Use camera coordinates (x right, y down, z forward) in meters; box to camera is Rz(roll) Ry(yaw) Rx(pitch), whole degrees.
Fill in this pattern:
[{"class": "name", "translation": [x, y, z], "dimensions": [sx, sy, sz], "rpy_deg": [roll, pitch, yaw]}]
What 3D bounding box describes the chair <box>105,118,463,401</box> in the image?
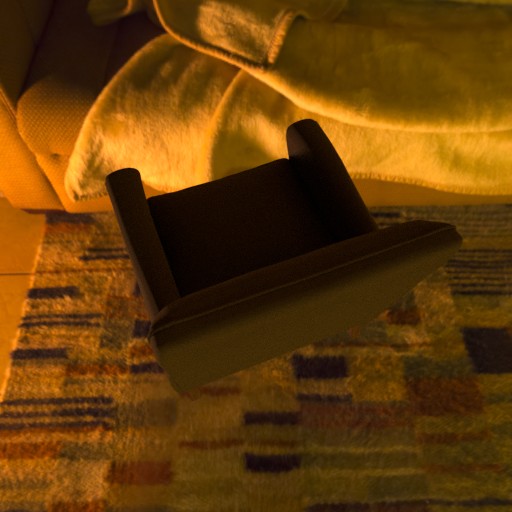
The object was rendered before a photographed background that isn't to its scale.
[{"class": "chair", "translation": [0.000, 0.000, 1.567], "dimensions": [0.836, 0.911, 0.831], "rpy_deg": [-18, 59, -11]}]
